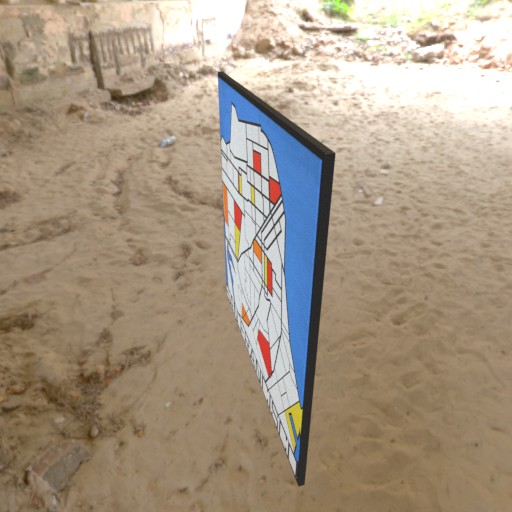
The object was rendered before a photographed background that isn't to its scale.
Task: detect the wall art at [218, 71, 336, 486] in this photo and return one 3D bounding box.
[{"bbox_3d":[0.000,0.000,0.971,0.015,0.663,0.664,-8,32,-13],"label":"wall art"}]
